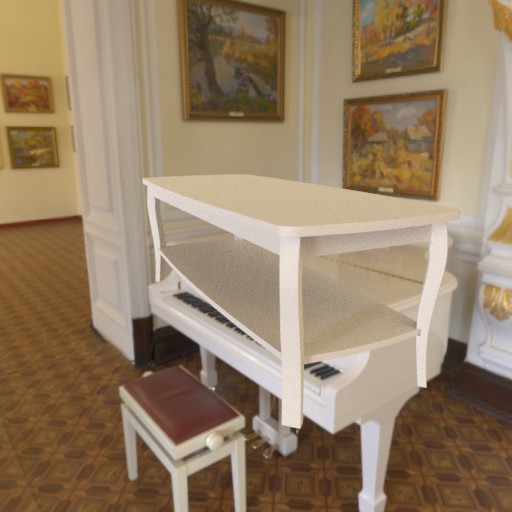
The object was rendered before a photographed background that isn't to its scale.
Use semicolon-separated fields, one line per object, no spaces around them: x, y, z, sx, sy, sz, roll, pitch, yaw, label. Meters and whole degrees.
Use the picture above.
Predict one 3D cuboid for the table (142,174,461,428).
0.000;0.000;1.581;0.561;0.474;1.334;-7;16;-25;table
